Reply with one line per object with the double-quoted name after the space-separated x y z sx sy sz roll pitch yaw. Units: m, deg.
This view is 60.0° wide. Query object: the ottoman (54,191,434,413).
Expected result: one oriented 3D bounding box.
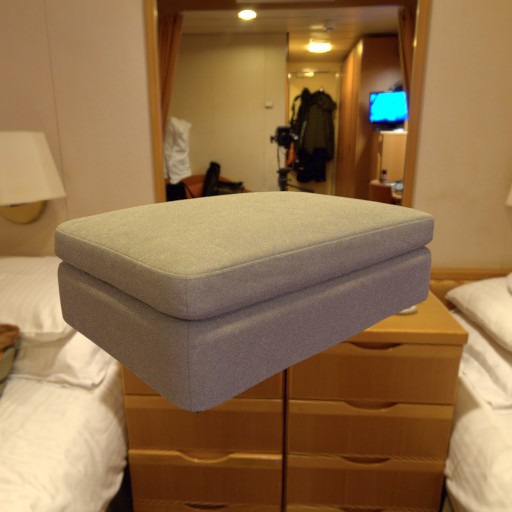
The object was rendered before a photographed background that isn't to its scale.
0.000 0.000 1.649 1.199 0.429 0.840 -13 20 -41 "ottoman"
